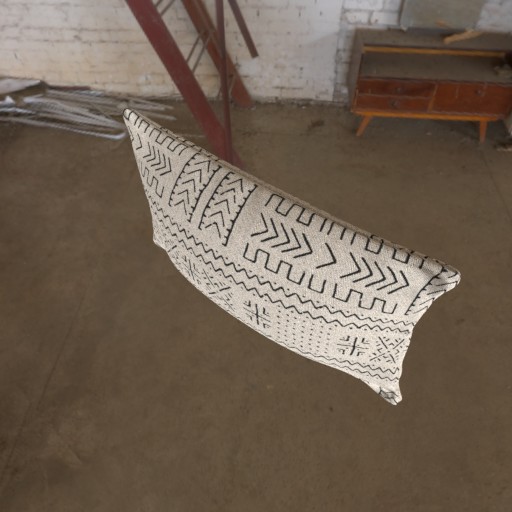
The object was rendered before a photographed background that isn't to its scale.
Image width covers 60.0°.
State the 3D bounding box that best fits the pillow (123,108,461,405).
[{"bbox_3d":[0.000,0.000,0.786,0.637,0.352,0.188,31,54,26],"label":"pillow"}]
